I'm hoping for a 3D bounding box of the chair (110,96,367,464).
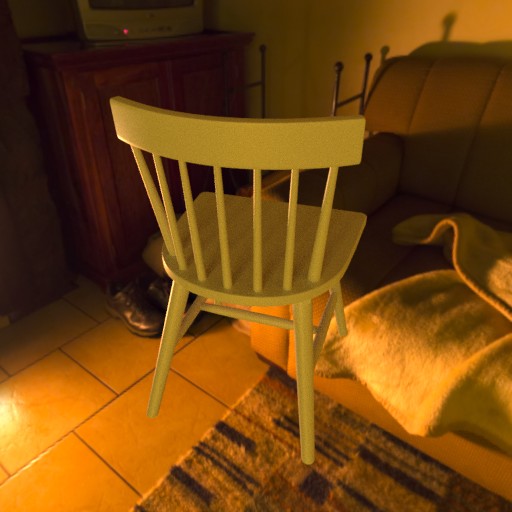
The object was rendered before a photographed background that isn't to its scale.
[{"bbox_3d":[0.000,0.000,1.098,0.483,0.787,0.500,10,33,16],"label":"chair"}]
